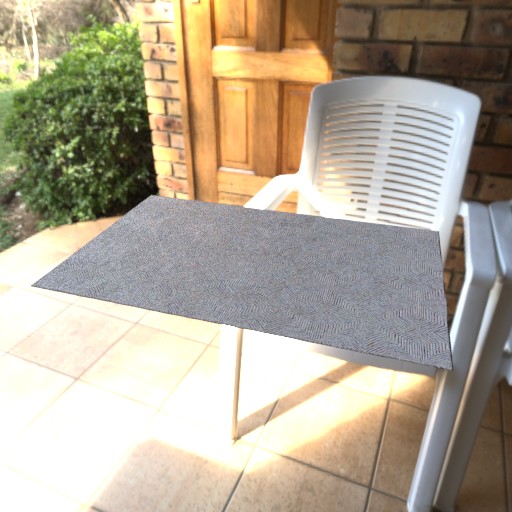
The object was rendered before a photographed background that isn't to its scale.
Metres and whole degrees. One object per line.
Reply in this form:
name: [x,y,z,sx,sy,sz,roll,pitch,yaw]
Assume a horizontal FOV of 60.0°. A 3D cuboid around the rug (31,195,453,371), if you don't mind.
rug: [0.000,0.000,3.036,2.428,0.007,1.519,9,31,15]
